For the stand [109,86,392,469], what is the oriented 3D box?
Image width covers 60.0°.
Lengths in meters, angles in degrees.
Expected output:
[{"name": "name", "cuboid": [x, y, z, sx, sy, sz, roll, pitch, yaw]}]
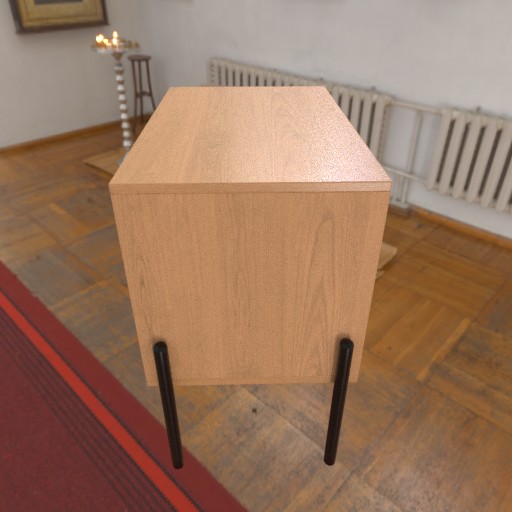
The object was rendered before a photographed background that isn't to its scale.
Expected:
[{"name": "stand", "cuboid": [0.000, 0.000, 0.988, 0.400, 0.600, 0.630, -1, 33, -1]}]
